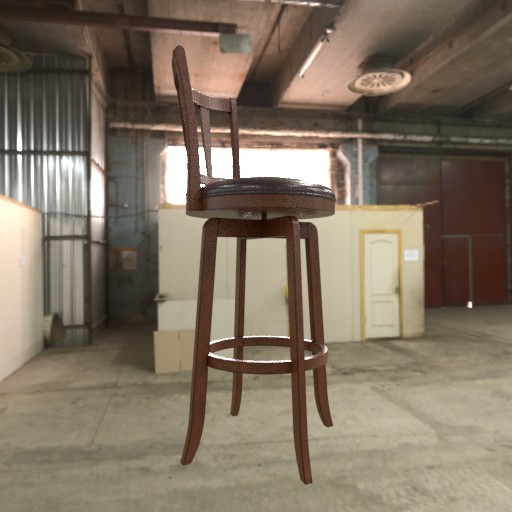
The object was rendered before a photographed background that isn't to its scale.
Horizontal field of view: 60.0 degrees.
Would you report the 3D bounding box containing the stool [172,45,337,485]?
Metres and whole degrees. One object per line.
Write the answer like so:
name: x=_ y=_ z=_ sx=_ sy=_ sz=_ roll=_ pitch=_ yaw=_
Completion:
stool: x=0.000 y=0.000 z=1.404 sx=0.503 sy=1.177 sz=0.464 roll=0 pitch=0 yaw=17
